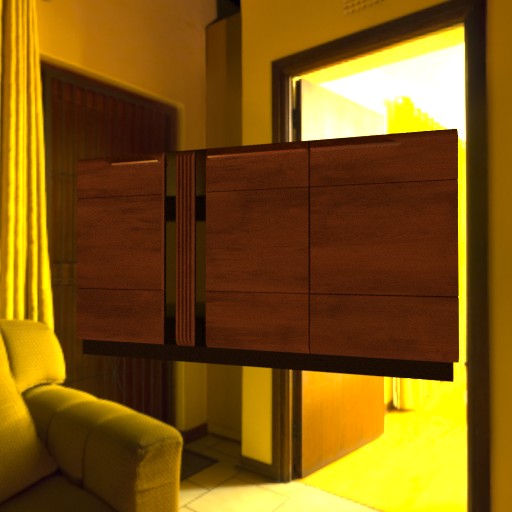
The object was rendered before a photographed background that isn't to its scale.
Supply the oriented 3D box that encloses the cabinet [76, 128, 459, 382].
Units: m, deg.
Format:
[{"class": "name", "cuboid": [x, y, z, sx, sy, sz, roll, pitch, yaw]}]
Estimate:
[{"class": "cabinet", "cuboid": [0.000, 0.000, 1.961, 1.600, 0.900, 0.420, 0, -1, 18]}]
